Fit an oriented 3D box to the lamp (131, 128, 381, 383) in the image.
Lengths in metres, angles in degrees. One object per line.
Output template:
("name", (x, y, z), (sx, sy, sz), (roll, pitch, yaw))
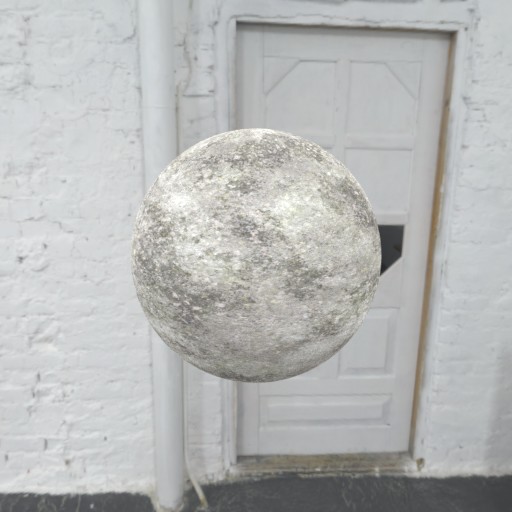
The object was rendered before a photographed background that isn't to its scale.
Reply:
("lamp", (0.000, 0.000, 0.775), (0.422, 0.429, 0.422), (0, 14, 0))
